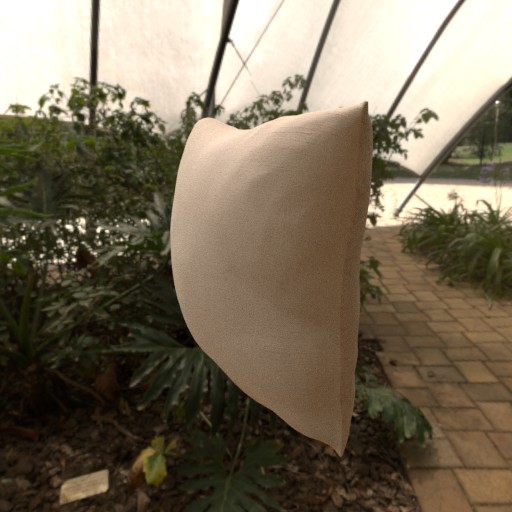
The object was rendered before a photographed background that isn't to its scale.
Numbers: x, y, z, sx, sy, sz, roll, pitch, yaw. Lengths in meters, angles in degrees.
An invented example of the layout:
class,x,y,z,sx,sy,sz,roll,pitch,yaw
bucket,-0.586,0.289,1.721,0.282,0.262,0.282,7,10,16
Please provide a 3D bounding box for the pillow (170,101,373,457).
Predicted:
class,x,y,z,sx,sy,sz,roll,pitch,yaw
pillow,0.000,0.000,0.716,0.245,0.448,0.450,-7,16,-27
